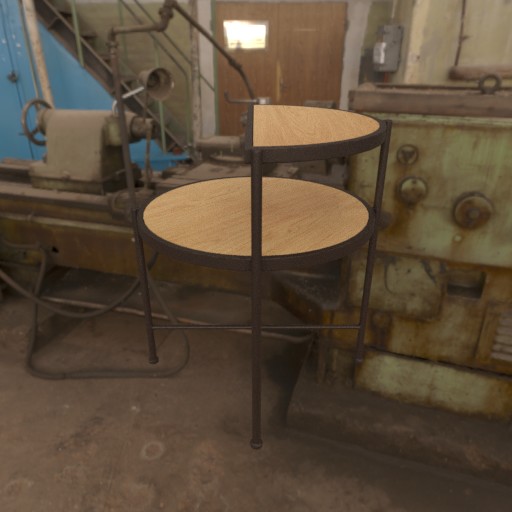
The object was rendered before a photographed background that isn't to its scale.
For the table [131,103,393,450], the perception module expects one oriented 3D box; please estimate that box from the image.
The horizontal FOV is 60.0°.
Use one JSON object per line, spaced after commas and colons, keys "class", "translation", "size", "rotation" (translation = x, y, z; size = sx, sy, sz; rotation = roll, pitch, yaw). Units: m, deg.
{"class": "table", "translation": [0.000, 0.000, 1.152], "size": [0.628, 0.684, 0.629], "rotation": [0, 26, 0]}
